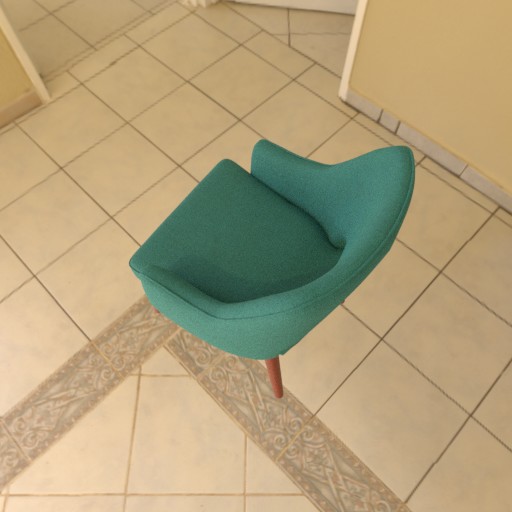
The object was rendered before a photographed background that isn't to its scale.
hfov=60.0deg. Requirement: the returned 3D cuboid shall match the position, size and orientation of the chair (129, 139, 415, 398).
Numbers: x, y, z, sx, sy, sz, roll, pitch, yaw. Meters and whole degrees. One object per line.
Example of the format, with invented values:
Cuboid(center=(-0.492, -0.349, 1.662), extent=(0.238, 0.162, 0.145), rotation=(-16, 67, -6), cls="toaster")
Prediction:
Cuboid(center=(0.000, 0.000, 1.231), extent=(0.605, 0.849, 0.548), rotation=(32, 68, 15), cls="chair")
